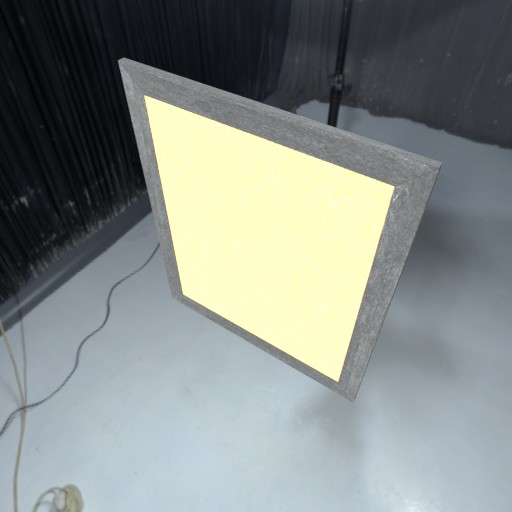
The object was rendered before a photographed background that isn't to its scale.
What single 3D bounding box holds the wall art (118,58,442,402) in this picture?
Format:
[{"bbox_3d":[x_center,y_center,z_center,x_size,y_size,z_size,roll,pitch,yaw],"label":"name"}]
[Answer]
[{"bbox_3d":[0.000,0.000,0.772,0.476,0.570,0.013,26,52,22],"label":"wall art"}]
